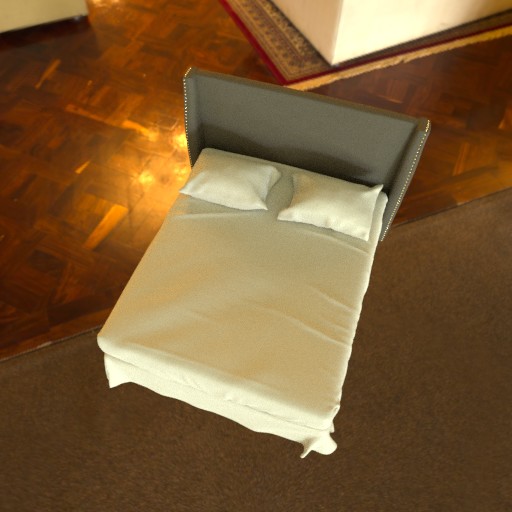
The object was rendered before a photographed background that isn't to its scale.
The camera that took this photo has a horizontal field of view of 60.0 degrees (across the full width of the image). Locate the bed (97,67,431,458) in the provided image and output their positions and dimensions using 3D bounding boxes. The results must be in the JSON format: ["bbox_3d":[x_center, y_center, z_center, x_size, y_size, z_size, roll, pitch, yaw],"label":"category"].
[{"bbox_3d":[0.000,0.000,3.340,1.925,1.332,2.276,16,60,10],"label":"bed"}]
